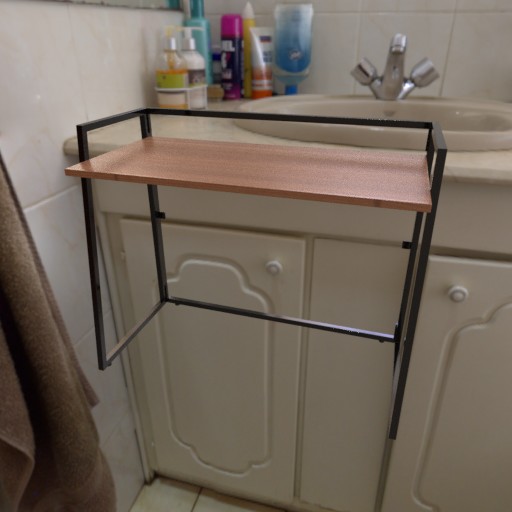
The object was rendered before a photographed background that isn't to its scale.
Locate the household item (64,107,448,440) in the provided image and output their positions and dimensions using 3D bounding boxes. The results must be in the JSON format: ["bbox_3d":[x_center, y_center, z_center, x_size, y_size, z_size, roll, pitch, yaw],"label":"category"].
[{"bbox_3d":[0.000,0.000,1.507,1.050,0.860,0.510,8,28,16],"label":"household item"}]
